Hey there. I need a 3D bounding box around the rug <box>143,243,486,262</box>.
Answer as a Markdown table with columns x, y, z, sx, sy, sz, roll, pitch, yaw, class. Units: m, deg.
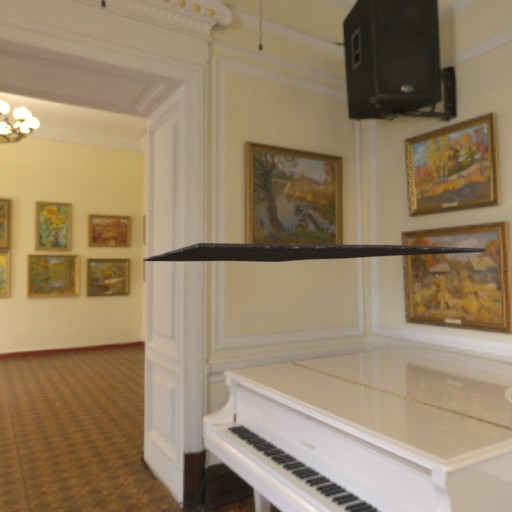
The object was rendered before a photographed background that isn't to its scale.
| x | y | z | sx | sy | sz | roll | pitch | yaw | class |
| --- | --- | --- | --- | --- | --- | --- | --- | --- | --- |
| 0.000 | 0.000 | 3.504 | 1.522 | 0.034 | 3.032 | 1 | -2 | -19 | rug |
